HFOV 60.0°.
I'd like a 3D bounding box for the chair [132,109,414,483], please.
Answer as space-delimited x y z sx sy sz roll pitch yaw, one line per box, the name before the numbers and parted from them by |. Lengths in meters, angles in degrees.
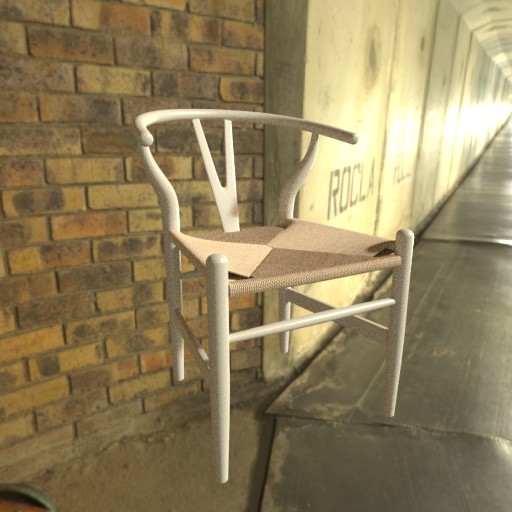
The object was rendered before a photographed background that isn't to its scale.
chair | 0.000 0.000 1.115 0.569 0.730 0.579 -8 17 -27
